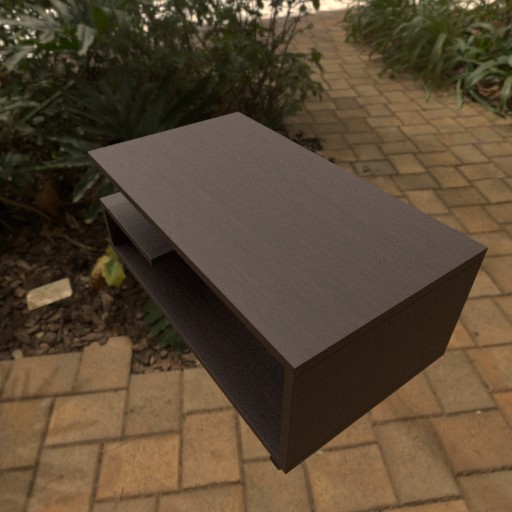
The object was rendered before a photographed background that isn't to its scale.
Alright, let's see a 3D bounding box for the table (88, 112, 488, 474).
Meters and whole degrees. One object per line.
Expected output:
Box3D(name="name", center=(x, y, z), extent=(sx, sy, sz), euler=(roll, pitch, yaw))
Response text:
Box3D(name="table", center=(0.000, 0.000, 1.382), extent=(0.590, 0.460, 1.050), euler=(-24, 45, -27))
